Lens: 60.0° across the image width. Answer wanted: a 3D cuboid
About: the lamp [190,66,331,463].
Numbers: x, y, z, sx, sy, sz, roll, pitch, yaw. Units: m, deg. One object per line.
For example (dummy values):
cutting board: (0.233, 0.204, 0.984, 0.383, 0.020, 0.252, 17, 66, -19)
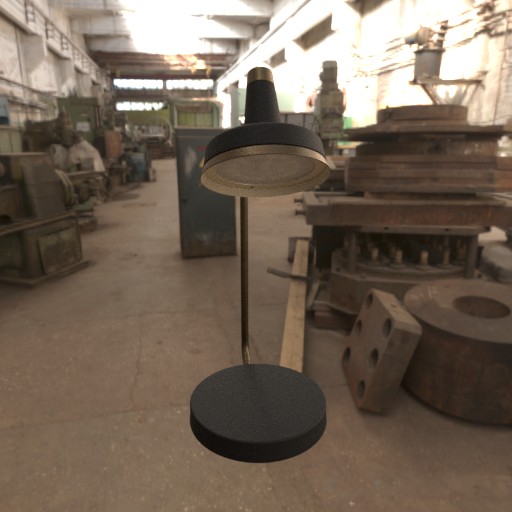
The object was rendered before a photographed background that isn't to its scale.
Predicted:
lamp: (0.000, 0.000, 0.492, 0.162, 0.385, 0.218, -2, 16, -9)
